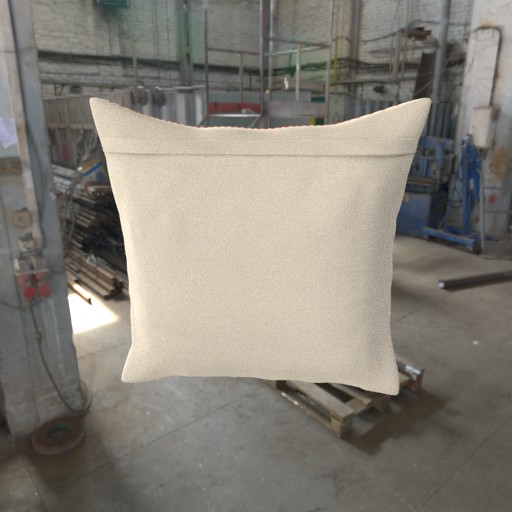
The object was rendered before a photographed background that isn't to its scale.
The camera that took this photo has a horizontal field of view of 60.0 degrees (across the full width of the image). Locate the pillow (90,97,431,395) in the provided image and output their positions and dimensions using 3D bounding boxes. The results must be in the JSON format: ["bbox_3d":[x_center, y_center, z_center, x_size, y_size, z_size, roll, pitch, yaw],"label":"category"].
[{"bbox_3d":[0.000,0.000,0.673,0.463,0.454,0.160,1,17,4],"label":"pillow"}]
